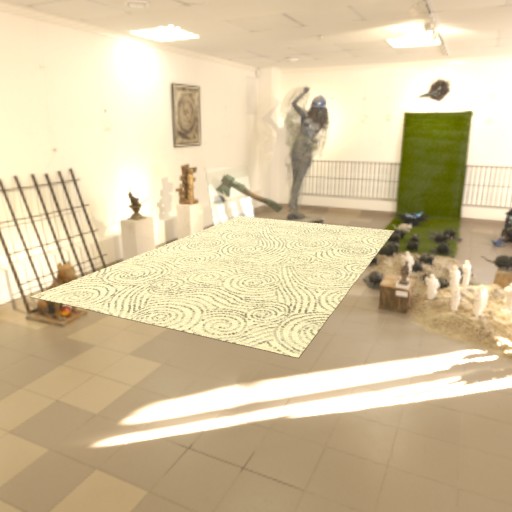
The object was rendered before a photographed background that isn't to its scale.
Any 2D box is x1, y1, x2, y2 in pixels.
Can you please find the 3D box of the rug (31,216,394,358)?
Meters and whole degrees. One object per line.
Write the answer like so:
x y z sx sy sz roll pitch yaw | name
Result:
0.000 0.000 3.115 1.524 0.005 2.439 8 18 24 | rug
